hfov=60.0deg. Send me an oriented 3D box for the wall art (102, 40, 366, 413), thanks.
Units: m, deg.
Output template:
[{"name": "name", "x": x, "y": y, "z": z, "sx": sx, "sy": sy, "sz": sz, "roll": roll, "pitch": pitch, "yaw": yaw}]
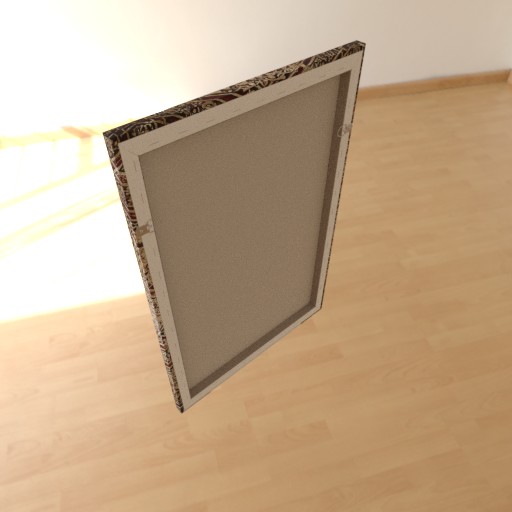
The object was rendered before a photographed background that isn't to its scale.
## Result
[{"name": "wall art", "x": 0.000, "y": 0.000, "z": 0.749, "sx": 0.397, "sy": 0.599, "sz": 0.020, "roll": -31, "pitch": 53, "yaw": -28}]
